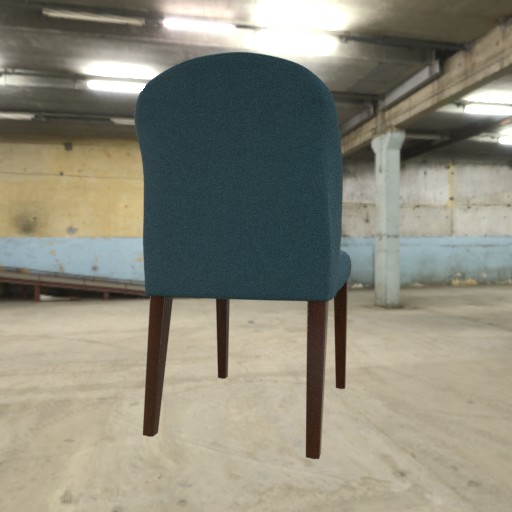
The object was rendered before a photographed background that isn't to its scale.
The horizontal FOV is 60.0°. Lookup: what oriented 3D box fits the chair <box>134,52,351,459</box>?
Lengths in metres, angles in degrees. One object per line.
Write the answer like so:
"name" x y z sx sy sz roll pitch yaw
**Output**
"chair" 0.000 0.000 1.254 0.507 0.879 0.620 0 0 17
